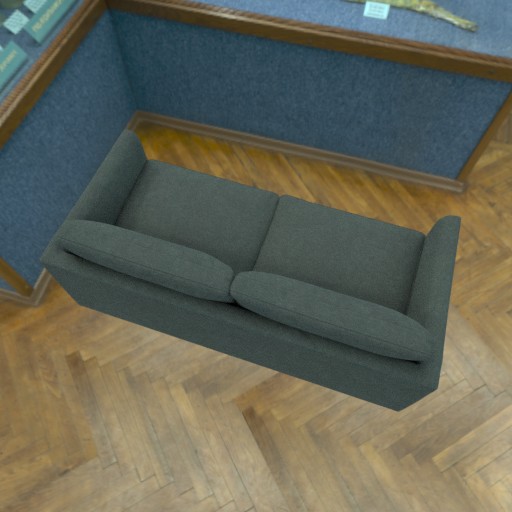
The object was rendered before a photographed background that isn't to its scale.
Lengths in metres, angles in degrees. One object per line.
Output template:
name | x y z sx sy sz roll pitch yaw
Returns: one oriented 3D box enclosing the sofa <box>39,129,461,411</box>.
sofa | 0.000 0.000 2.762 2.257 0.838 1.092 16 63 9
